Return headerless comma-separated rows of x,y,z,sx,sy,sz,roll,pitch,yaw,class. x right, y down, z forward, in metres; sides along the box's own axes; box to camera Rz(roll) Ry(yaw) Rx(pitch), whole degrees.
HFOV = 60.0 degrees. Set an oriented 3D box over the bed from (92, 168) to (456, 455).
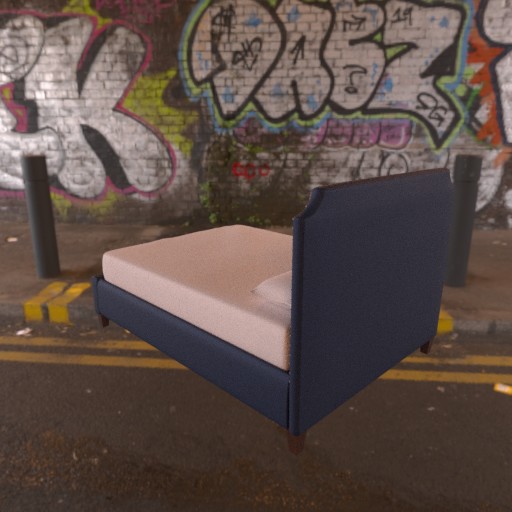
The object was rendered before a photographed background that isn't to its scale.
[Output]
0.000,0.000,3.513,1.712,1.443,2.372,-16,23,-42,bed
